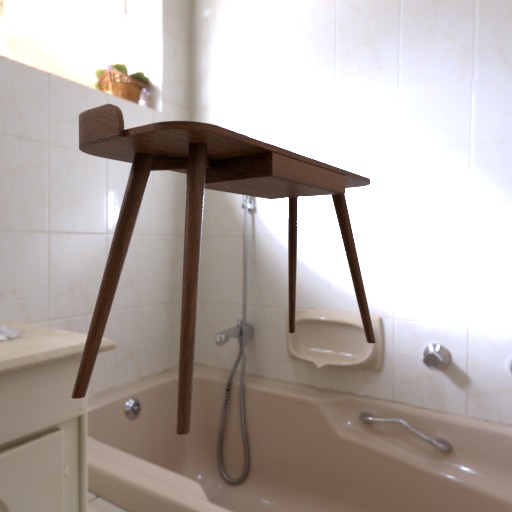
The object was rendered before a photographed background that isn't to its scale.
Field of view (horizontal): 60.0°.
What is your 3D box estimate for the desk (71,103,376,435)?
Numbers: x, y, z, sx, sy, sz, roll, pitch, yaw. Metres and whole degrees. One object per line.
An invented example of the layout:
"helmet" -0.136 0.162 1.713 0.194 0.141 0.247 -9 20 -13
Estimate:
"desk" 0.000 0.000 1.647 0.486 0.800 1.256 1 1 35
